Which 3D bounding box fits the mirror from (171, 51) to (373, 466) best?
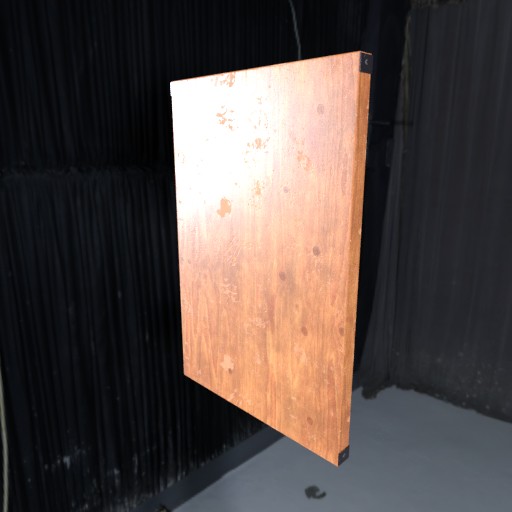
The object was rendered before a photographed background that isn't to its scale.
[{"bbox_3d":[0.000,0.000,0.977,0.517,0.761,0.053,14,20,43],"label":"mirror"}]
